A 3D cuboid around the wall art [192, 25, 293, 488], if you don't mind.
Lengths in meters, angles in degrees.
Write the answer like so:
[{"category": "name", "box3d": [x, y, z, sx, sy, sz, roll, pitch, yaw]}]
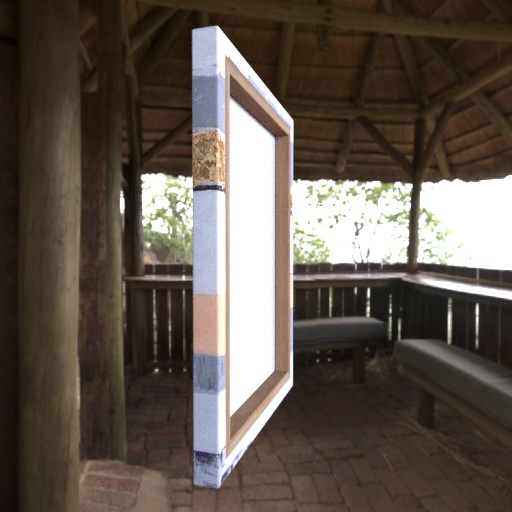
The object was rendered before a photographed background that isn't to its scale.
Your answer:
[{"category": "wall art", "box3d": [0.000, 0.000, 0.803, 0.038, 0.609, 0.456, 0, 1, 17]}]
